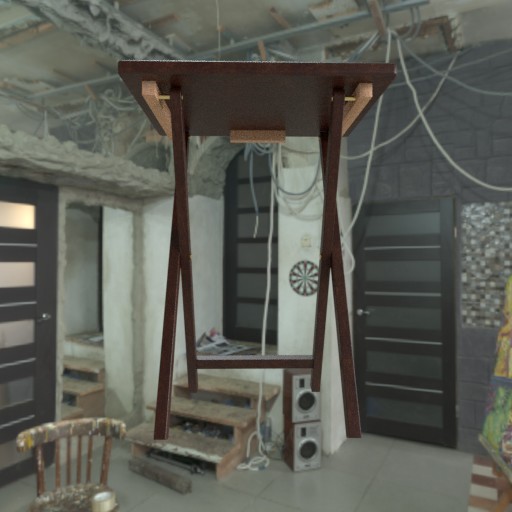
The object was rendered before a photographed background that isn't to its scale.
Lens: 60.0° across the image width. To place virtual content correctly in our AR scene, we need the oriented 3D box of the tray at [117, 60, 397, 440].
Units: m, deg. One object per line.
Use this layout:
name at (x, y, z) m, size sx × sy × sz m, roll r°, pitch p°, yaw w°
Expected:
tray at (0.000, 0.000, 0.941) m, size 0.483 × 0.660 × 0.381 m, roll 0°, pitch -1°, yaw -1°
